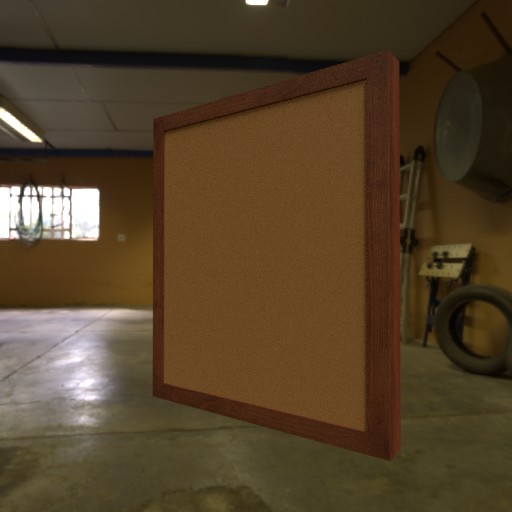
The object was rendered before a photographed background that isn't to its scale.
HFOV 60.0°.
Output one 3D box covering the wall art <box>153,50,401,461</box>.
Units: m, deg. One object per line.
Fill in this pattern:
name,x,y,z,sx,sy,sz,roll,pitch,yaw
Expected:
wall art,0.000,0.000,0.521,0.330,0.381,0.030,-1,-1,37
